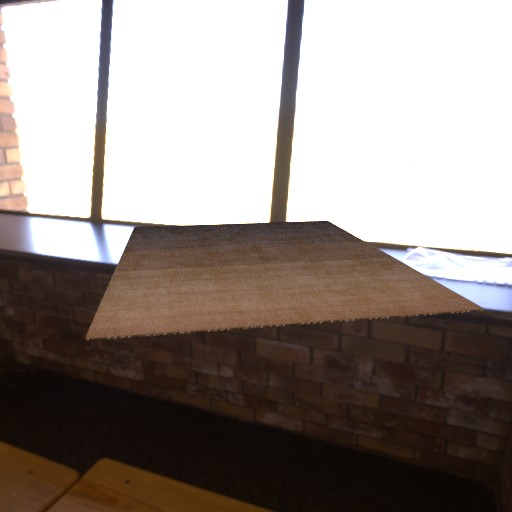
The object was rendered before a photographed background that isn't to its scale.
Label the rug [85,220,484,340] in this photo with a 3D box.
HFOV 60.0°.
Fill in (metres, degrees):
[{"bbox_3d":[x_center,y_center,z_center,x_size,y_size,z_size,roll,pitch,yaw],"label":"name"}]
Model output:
[{"bbox_3d":[0.000,0.000,3.847,2.305,0.017,2.902,-3,16,-10],"label":"rug"}]
